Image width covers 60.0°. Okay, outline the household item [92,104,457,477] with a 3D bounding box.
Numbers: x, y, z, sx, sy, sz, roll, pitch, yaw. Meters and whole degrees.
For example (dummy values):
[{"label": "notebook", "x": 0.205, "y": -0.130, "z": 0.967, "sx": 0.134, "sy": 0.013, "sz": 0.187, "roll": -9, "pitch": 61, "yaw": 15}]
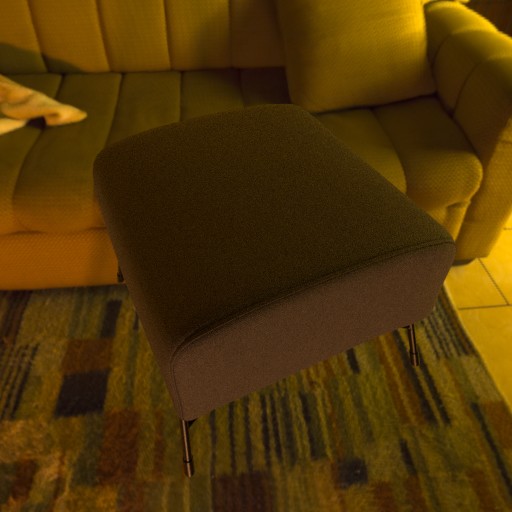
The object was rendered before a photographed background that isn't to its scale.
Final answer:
[{"label": "household item", "x": 0.000, "y": 0.000, "z": 0.890, "sx": 0.530, "sy": 0.410, "sz": 0.530, "roll": -19, "pitch": 48, "yaw": -18}]
